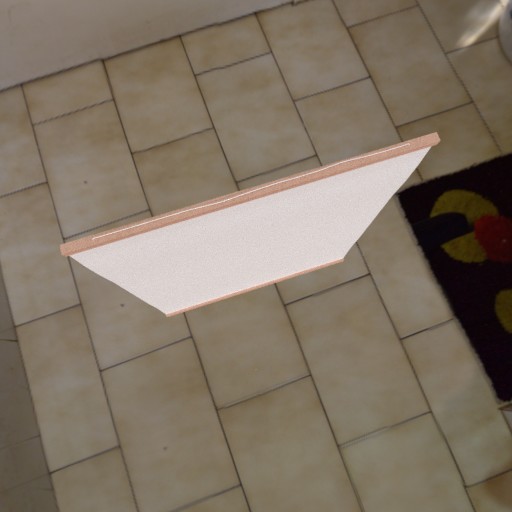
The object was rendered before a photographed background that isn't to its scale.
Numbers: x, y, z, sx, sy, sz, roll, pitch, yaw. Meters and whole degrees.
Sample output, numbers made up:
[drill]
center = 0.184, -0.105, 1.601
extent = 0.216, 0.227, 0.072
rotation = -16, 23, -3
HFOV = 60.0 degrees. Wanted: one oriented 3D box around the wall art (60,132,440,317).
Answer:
[wall art]
center = 0.000, 0.000, 1.331
extent = 0.758, 1.013, 0.020
rotation = -17, 76, -4
